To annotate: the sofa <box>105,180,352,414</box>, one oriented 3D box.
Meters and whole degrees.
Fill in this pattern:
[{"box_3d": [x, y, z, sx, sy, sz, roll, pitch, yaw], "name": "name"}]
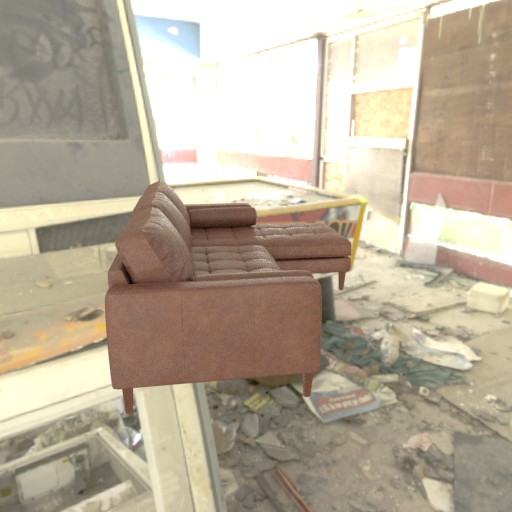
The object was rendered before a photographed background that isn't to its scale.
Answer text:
[{"box_3d": [0.000, 0.000, 2.988, 1.613, 0.841, 2.185, -3, 16, -9], "name": "sofa"}]
